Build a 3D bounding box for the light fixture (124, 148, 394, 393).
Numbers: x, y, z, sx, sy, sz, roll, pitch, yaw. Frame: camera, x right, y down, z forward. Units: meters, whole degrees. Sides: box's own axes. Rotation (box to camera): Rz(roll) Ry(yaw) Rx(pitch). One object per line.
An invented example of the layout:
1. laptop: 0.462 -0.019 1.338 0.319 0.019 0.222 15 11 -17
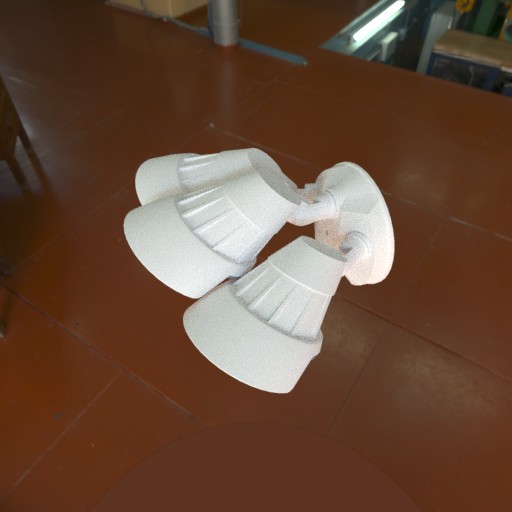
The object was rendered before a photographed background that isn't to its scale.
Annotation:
1. light fixture: 0.000 0.000 0.538 0.278 0.237 0.369 -17 50 -15
